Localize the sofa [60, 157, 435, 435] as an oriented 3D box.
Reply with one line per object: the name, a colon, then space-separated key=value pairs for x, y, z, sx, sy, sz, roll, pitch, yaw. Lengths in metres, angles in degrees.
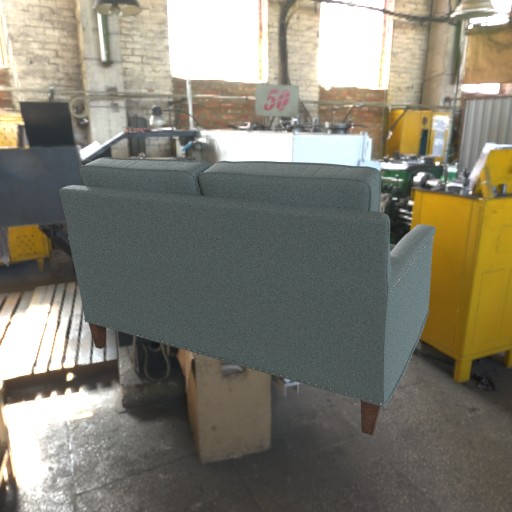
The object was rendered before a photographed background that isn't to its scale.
sofa: x=0.000 y=0.000 z=2.245 sx=1.597 sy=1.003 sz=1.084 roll=9 pitch=18 yaw=27
